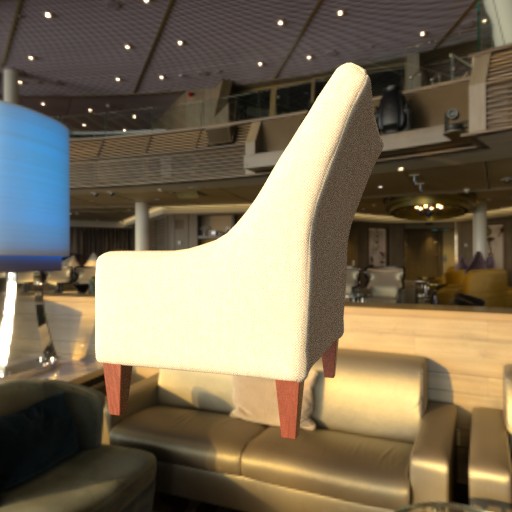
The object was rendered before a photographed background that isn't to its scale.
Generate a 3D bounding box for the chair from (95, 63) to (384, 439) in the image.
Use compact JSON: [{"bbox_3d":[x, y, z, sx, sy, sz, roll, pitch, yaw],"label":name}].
[{"bbox_3d":[0.000,0.000,1.628,0.870,1.014,0.774,0,0,19],"label":"chair"}]
